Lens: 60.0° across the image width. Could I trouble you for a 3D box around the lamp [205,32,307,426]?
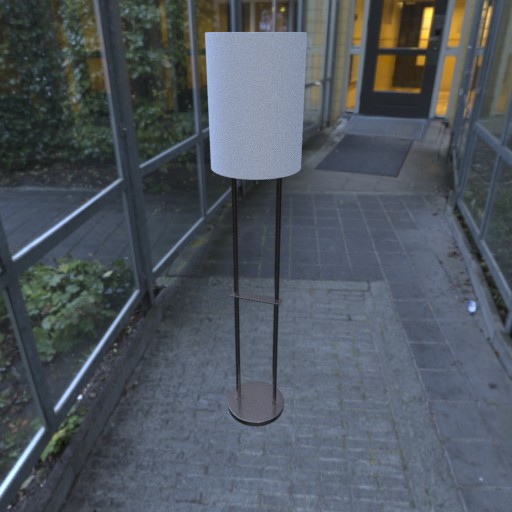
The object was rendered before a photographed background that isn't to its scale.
[{"bbox_3d":[0.000,0.000,1.667,0.306,1.500,0.305,8,28,17],"label":"lamp"}]
